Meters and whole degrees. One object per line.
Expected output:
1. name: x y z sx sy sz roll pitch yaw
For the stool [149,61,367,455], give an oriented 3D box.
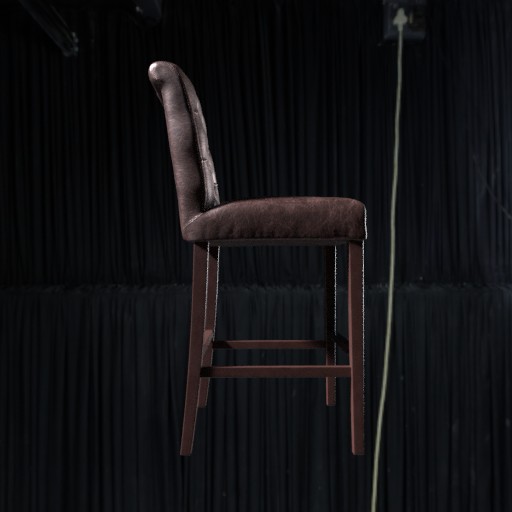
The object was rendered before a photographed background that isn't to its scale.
1. stool: 0.000 0.000 1.531 0.659 1.168 0.483 0 -1 -1
